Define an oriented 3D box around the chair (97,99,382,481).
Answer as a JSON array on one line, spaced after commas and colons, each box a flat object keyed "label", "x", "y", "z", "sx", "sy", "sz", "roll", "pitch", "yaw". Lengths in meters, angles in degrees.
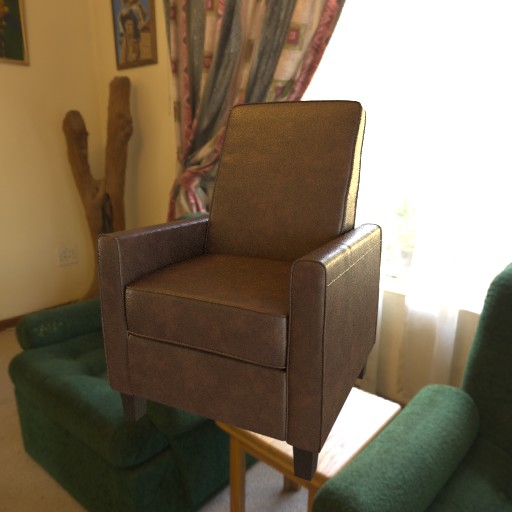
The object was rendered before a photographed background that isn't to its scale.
[{"label": "chair", "x": 0.000, "y": 0.000, "z": 1.466, "sx": 0.705, "sy": 1.013, "sz": 0.746, "roll": 7, "pitch": 17, "yaw": 25}]
